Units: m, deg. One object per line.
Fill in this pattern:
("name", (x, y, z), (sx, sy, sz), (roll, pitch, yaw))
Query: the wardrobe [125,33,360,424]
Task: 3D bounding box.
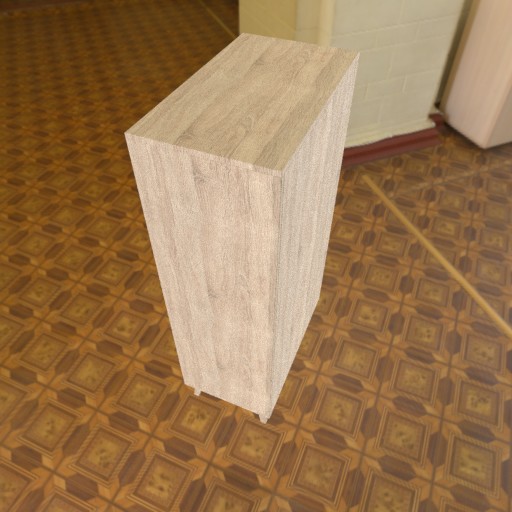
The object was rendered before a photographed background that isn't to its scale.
("wardrobe", (0.000, 0.000, 2.476), (0.600, 1.960, 1.000), (17, 49, 16))
